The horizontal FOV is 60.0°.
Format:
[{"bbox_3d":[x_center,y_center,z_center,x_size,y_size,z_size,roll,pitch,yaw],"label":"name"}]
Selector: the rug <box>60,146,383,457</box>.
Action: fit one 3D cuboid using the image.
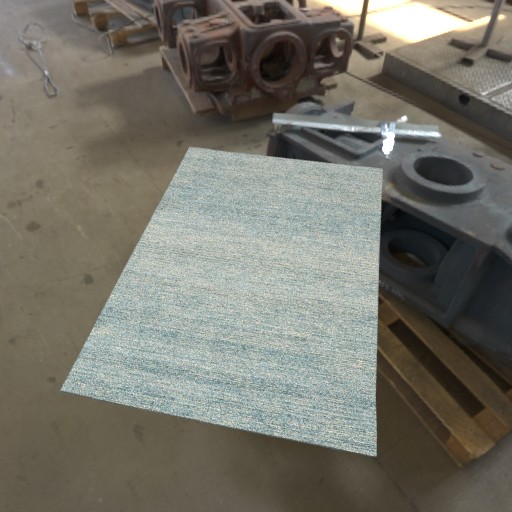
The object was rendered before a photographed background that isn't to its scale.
[{"bbox_3d":[0.000,0.000,2.912,1.611,0.026,2.260,9,48,8],"label":"rug"}]
